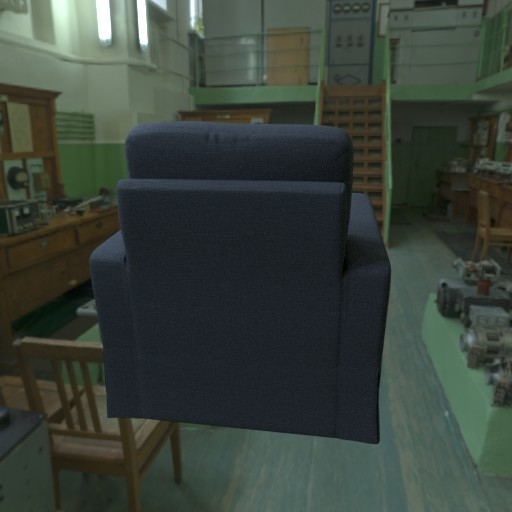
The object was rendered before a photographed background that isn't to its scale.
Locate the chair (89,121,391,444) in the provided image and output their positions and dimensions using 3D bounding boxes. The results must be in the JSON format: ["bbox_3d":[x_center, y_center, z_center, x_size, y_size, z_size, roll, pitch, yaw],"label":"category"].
[{"bbox_3d":[0.000,0.000,1.494,0.798,0.855,0.863,2,15,9],"label":"chair"}]
